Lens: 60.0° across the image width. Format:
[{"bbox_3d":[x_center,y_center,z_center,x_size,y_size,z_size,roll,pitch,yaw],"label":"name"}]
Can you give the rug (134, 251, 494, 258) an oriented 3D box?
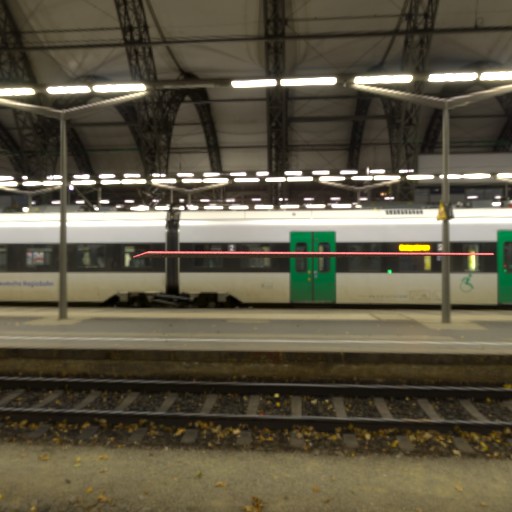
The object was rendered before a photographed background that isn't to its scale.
[{"bbox_3d":[0.000,0.000,2.956,1.534,0.010,2.423,0,-1,-17],"label":"rug"}]
